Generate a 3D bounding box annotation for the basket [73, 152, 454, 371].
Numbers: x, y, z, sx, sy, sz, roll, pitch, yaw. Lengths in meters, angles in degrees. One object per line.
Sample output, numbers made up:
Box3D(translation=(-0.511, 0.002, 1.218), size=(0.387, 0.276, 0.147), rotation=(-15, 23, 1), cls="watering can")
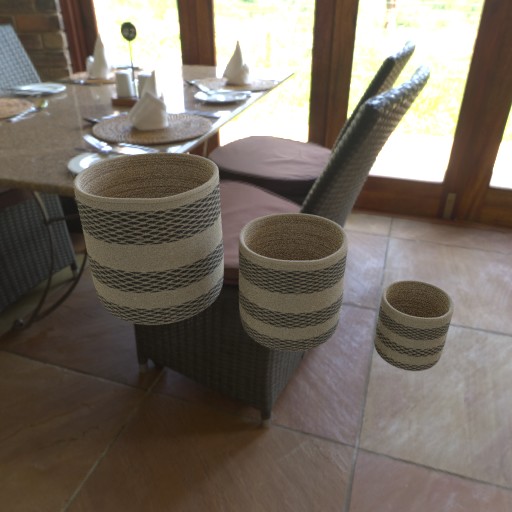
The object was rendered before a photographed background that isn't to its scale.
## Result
Box3D(translation=(0.000, 0.000, 1.082), size=(0.917, 0.356, 0.351), rotation=(11, 32, 19), cls="basket")
